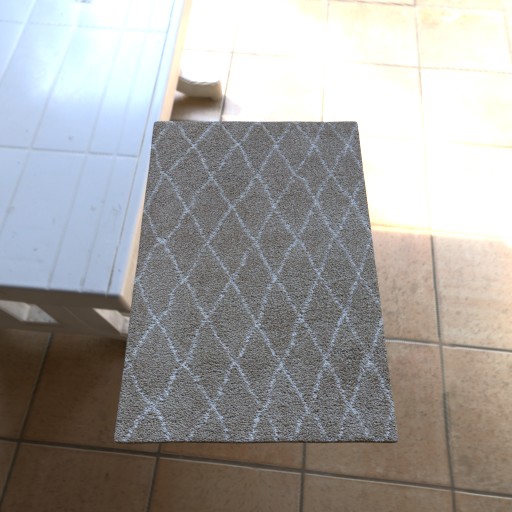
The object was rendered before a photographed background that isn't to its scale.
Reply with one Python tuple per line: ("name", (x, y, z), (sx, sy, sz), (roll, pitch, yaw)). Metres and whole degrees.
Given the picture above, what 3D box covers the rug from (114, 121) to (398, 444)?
("rug", (0.000, 0.000, 2.279), (1.219, 0.030, 1.778), (0, 65, 0))
